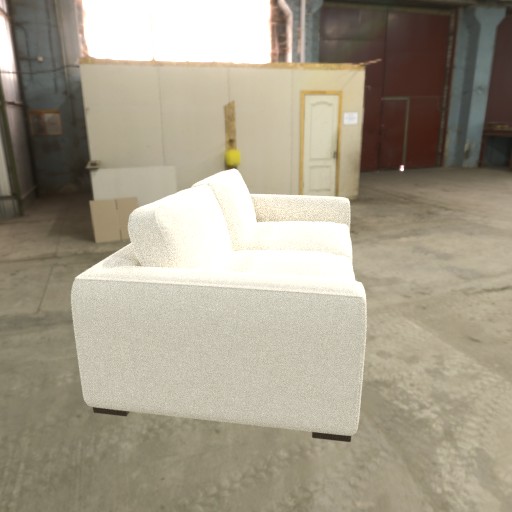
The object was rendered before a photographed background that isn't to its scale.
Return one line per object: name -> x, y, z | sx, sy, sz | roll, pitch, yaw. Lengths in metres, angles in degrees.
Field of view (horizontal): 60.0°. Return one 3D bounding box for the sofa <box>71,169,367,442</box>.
sofa -> 0.000, 0.000, 2.432 | 1.069, 0.801, 1.920 | 3, 17, 9
